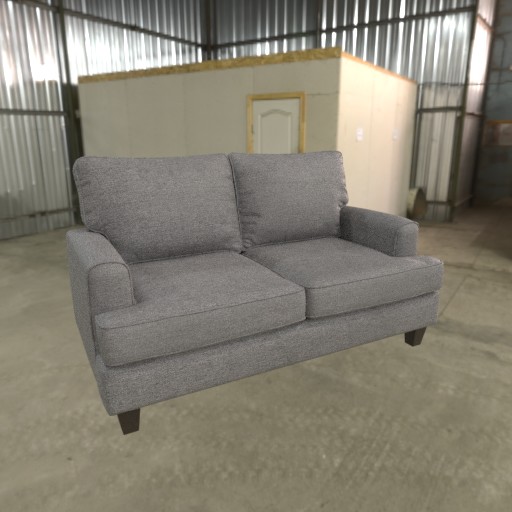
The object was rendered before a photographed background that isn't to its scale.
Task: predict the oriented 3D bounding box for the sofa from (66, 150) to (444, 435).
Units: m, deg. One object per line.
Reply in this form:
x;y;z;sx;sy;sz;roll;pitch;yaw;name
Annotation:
0.000;0.000;2.174;1.651;0.965;0.965;-8;18;-27;sofa
